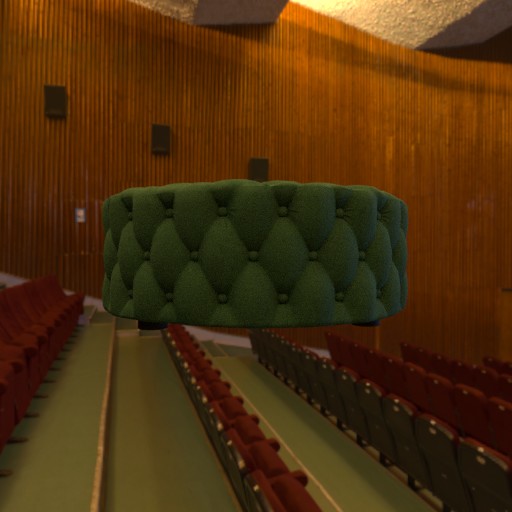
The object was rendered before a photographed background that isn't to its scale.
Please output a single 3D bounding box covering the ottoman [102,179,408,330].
[{"bbox_3d":[0.000,0.000,1.521,0.998,0.399,0.998,0,1,0],"label":"ottoman"}]
